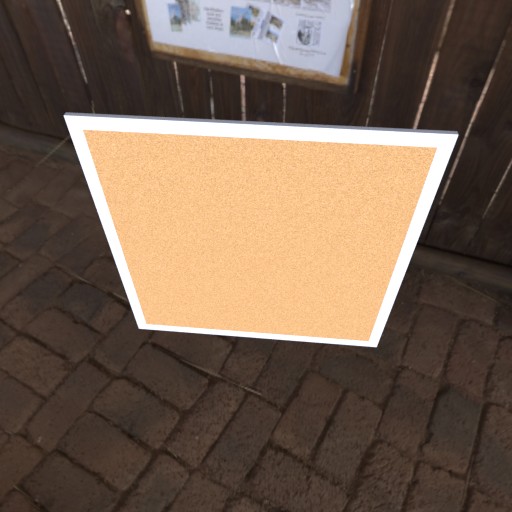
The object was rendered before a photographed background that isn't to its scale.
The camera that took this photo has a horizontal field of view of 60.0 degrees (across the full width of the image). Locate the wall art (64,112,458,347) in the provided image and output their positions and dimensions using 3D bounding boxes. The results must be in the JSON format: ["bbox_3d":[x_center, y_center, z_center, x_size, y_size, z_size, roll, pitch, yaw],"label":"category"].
[{"bbox_3d":[0.000,0.000,0.834,0.558,0.559,0.009,4,48,3],"label":"wall art"}]
